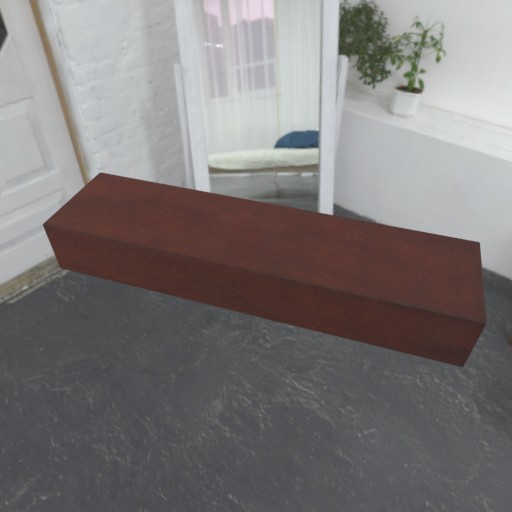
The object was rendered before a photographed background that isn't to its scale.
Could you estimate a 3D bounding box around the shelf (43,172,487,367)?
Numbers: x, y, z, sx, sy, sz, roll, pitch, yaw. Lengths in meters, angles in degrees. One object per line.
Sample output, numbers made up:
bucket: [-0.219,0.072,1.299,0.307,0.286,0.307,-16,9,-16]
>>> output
shelf: [0.000,0.000,0.662,0.607,0.088,0.152,12,43,13]
